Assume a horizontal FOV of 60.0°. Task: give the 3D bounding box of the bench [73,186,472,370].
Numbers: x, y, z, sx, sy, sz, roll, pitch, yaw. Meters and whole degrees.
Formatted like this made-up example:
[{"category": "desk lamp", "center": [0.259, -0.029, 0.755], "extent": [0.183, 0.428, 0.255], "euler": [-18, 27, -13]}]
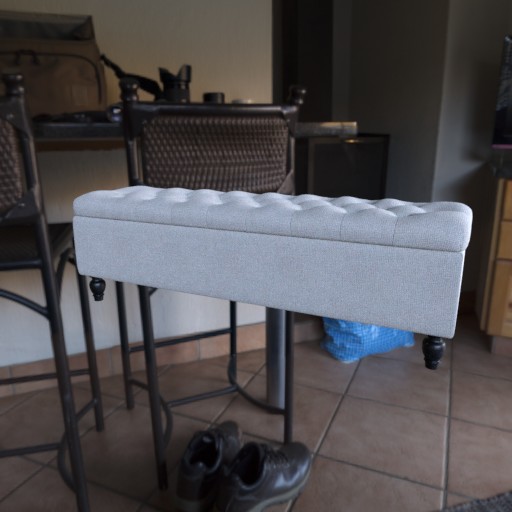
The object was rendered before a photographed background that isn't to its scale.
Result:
[{"category": "bench", "center": [0.000, 0.000, 1.728], "extent": [1.480, 0.467, 0.455], "euler": [7, 16, 25]}]
